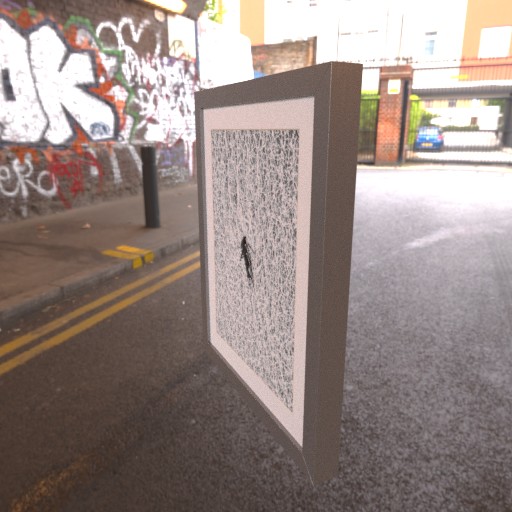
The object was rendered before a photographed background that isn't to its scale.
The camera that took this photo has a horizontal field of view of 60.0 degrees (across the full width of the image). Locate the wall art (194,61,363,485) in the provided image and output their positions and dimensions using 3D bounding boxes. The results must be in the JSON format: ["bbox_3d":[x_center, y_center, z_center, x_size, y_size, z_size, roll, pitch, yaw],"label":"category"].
[{"bbox_3d":[0.000,0.000,0.515,0.030,0.379,0.308,-8,18,-25],"label":"wall art"}]
